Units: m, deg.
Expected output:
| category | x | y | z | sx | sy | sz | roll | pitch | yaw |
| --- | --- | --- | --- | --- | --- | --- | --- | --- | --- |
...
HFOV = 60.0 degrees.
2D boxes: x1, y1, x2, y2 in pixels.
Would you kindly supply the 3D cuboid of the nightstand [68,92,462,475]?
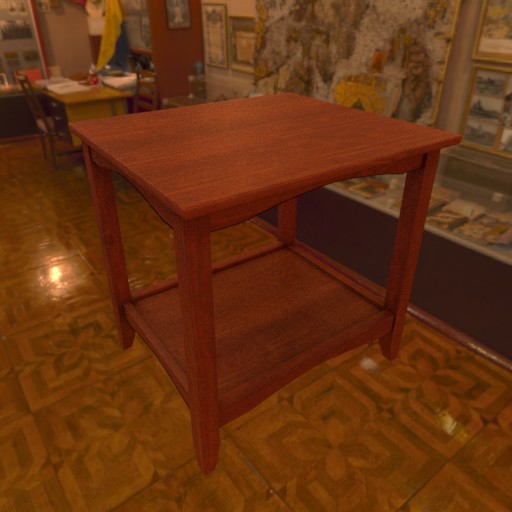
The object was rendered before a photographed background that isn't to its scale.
| category | x | y | z | sx | sy | sz | roll | pitch | yaw |
| --- | --- | --- | --- | --- | --- | --- | --- | --- | --- |
| nightstand | 0.000 | 0.000 | 0.978 | 0.558 | 0.558 | 0.501 | -20 | 36 | -30 |
